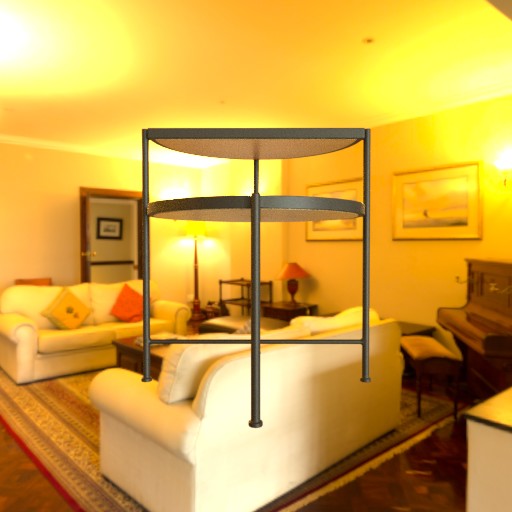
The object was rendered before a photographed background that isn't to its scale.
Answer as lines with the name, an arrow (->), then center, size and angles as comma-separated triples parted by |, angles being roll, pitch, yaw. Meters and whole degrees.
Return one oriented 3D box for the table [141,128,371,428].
table -> 0.000, 0.000, 1.206 | 0.629, 0.684, 0.628 | 0, 1, 0
